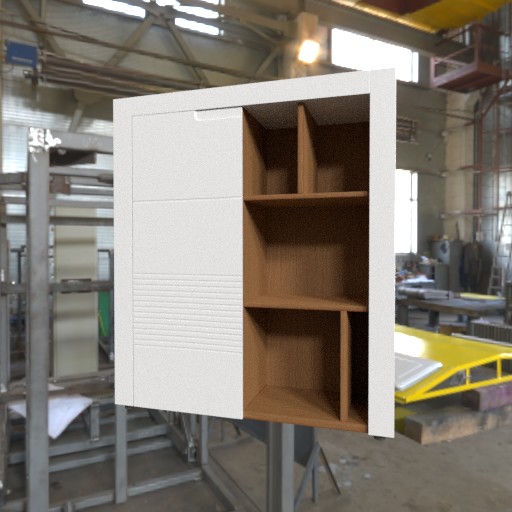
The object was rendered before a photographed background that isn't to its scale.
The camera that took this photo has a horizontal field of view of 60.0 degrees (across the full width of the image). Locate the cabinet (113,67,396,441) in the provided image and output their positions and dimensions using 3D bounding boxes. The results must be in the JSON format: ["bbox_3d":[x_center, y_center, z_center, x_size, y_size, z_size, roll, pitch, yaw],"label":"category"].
[{"bbox_3d":[0.000,0.000,1.655,0.990,1.150,0.348,0,1,17],"label":"cabinet"}]
